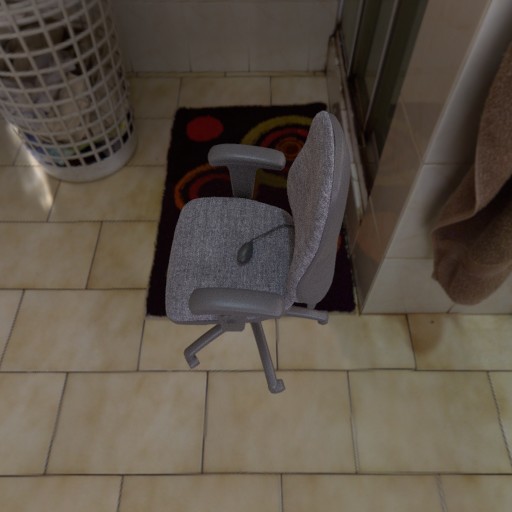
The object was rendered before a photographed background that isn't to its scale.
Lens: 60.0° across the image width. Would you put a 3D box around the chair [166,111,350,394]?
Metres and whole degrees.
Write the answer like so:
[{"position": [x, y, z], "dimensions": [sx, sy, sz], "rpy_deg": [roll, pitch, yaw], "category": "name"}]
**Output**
[{"position": [0.000, 0.000, 1.281], "dimensions": [0.530, 0.910, 0.550], "rpy_deg": [2, 58, 1], "category": "chair"}]
